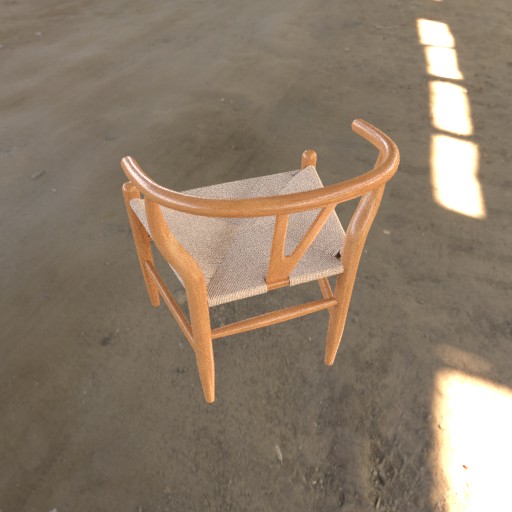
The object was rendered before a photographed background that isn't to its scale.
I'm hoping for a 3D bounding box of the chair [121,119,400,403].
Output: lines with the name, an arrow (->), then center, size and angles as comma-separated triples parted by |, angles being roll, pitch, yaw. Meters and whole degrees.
chair -> 0.000, 0.000, 1.128 | 0.569, 0.730, 0.579 | -13, 43, -14
